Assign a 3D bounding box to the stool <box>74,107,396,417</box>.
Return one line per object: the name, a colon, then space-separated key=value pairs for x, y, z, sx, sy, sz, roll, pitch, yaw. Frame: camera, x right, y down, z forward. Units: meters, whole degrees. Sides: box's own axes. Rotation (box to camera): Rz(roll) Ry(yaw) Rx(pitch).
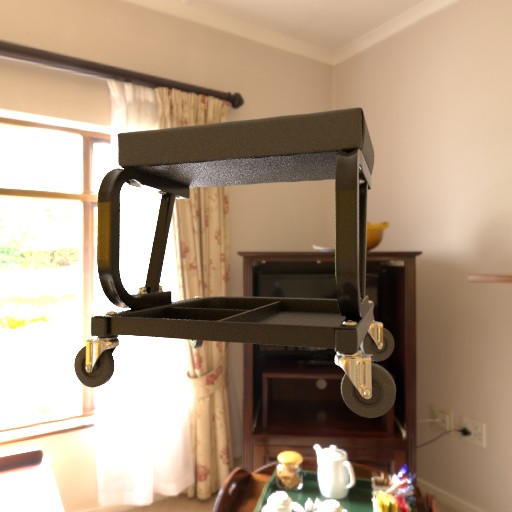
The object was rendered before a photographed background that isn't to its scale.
stool: x=0.000 y=0.000 z=0.735 sx=0.446 sy=0.380 sz=0.371 roll=0 pitch=-1 yaw=18
